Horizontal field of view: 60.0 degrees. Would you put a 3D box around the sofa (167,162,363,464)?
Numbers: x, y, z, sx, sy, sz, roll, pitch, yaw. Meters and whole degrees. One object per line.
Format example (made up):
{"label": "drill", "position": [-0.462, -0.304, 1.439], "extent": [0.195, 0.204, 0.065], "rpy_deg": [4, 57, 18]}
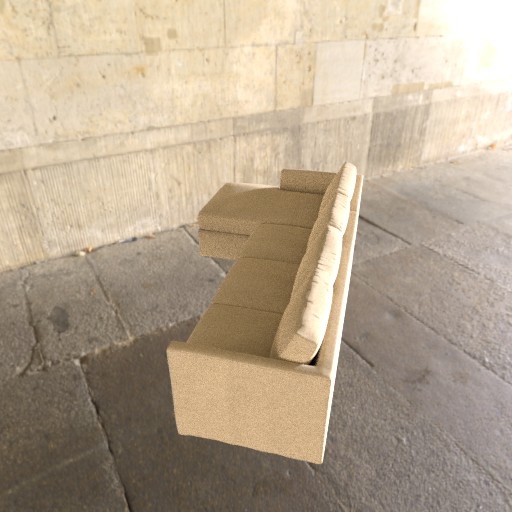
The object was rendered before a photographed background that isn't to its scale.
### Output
{"label": "sofa", "position": [0.000, 0.000, 3.915], "extent": [1.650, 0.922, 3.205], "rpy_deg": [8, 31, 13]}
